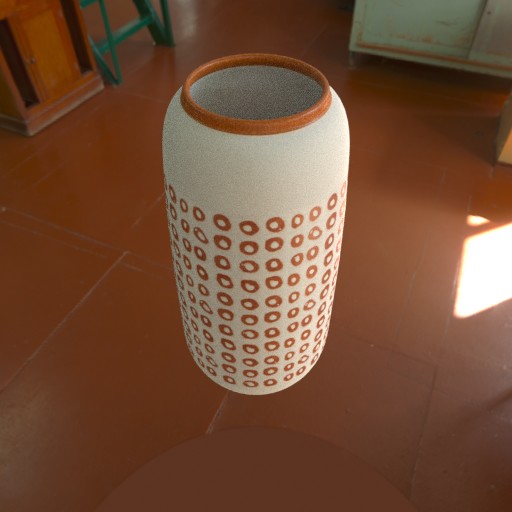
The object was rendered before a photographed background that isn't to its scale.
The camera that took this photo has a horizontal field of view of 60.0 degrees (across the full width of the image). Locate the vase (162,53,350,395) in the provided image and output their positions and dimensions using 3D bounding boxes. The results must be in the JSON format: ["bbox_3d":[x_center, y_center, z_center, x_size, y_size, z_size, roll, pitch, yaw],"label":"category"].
[{"bbox_3d":[0.000,0.000,0.349,0.133,0.282,0.133,0,47,0],"label":"vase"}]
